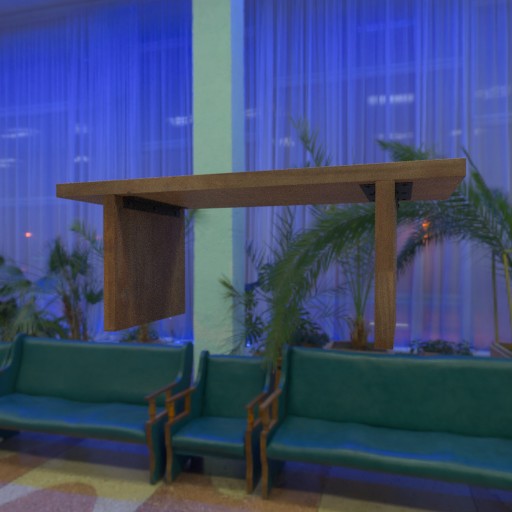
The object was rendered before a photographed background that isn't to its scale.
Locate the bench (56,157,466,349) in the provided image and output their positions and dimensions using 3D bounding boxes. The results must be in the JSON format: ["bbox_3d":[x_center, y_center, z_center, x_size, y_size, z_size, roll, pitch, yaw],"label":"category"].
[{"bbox_3d":[0.000,0.000,1.436,1.183,0.458,0.458,0,0,18],"label":"bench"}]
